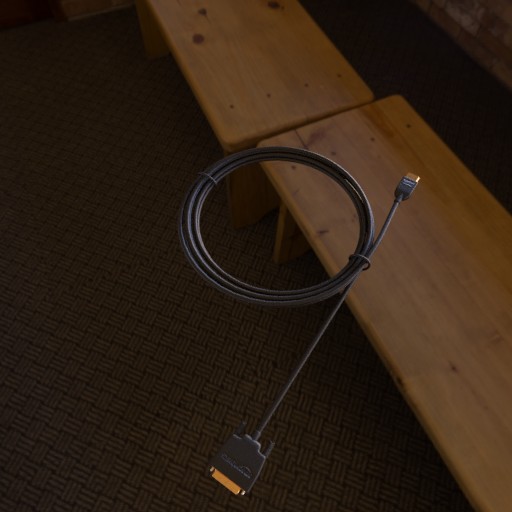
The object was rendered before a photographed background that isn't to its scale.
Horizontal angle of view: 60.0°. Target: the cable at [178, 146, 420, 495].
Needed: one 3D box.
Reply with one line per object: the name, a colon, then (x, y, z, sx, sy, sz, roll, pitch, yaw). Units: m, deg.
cable: (0.000, 0.000, 0.511, 0.257, 0.030, 0.422, 30, 64, 16)
